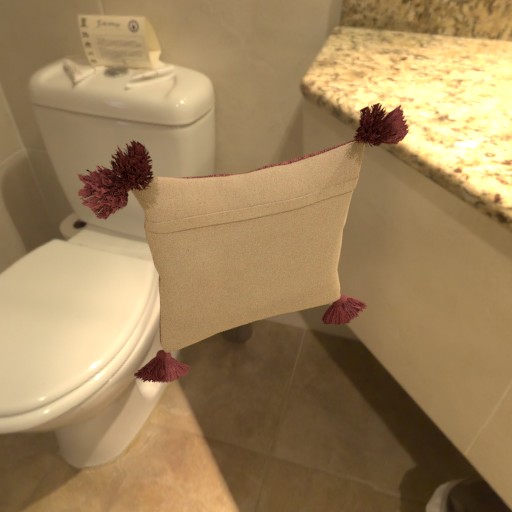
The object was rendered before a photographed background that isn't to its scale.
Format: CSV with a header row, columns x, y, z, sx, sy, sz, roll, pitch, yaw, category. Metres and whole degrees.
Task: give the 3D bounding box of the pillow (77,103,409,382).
x,y,z,sx,sy,sz,roll,pitch,yaw,category
0.000,0.000,0.983,0.641,0.659,0.138,-14,43,-15,pillow
